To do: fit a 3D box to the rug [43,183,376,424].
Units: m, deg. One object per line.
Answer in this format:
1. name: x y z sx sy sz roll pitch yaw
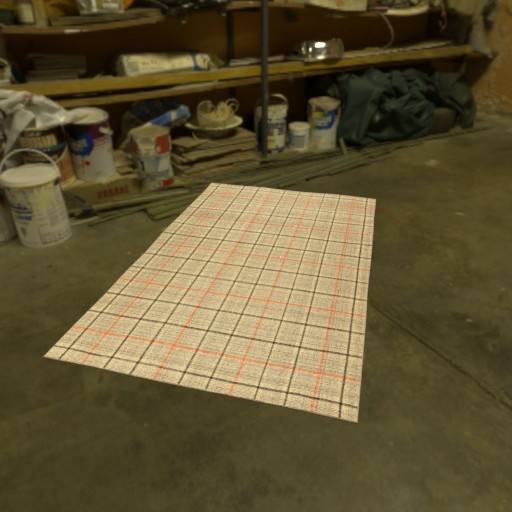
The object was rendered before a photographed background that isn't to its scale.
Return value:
1. rug: 0.000 0.000 3.031 1.524 0.015 2.439 8 31 13
